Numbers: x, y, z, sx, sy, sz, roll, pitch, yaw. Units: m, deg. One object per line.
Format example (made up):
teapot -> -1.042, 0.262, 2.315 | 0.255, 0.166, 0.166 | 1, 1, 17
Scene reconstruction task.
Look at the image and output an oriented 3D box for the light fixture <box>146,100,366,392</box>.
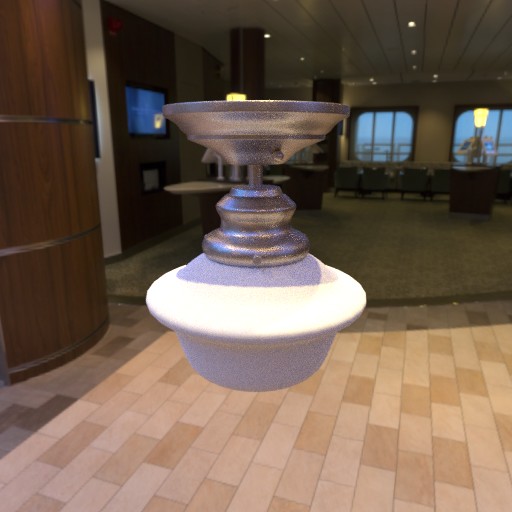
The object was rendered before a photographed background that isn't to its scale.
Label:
light fixture -> 0.000, 0.000, 0.399 | 0.199, 0.254, 0.199 | 0, 15, 0
